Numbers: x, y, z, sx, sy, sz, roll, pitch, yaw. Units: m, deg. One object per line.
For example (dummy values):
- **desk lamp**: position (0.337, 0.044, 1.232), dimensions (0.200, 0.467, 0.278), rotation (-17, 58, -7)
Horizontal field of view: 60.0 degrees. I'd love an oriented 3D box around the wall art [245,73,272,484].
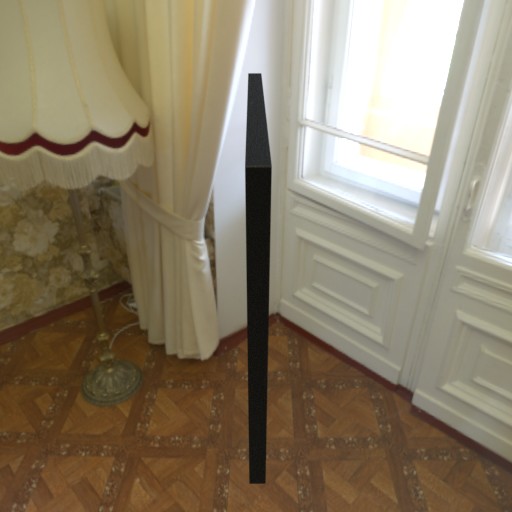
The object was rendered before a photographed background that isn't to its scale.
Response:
- **wall art**: position (0.000, 0.000, 1.143), dimensions (0.037, 0.761, 0.761), rotation (0, 32, 0)
